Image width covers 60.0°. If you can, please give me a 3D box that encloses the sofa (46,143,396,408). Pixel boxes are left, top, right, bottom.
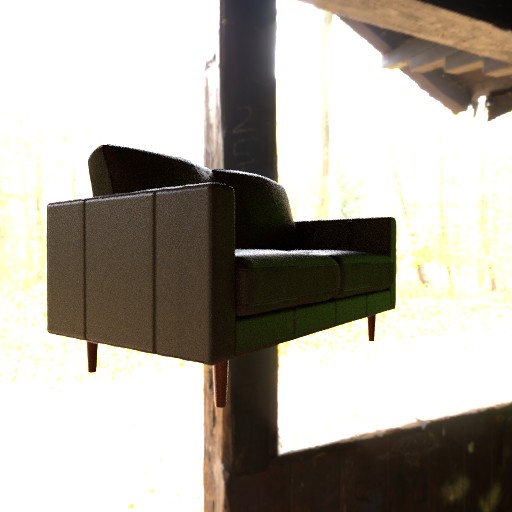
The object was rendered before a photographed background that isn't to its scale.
[{"bbox_3d":[0.000,0.000,2.123,0.909,0.951,1.578,0,1,36],"label":"sofa"}]
